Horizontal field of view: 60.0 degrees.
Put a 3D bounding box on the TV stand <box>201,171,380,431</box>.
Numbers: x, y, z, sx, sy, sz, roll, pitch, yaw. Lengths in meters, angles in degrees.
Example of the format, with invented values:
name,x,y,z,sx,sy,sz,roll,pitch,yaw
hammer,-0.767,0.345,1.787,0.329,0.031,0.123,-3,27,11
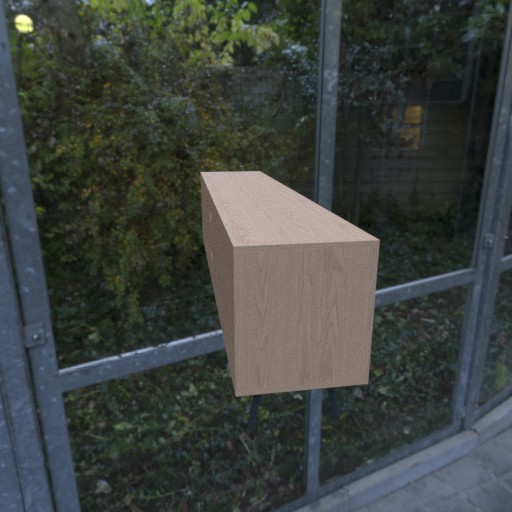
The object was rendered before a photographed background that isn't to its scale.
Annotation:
name,x,y,z,sx,sy,sz,roll,pitch,yaw
TV stand,0.000,0.000,2.002,0.400,0.580,1.760,-3,17,-9
